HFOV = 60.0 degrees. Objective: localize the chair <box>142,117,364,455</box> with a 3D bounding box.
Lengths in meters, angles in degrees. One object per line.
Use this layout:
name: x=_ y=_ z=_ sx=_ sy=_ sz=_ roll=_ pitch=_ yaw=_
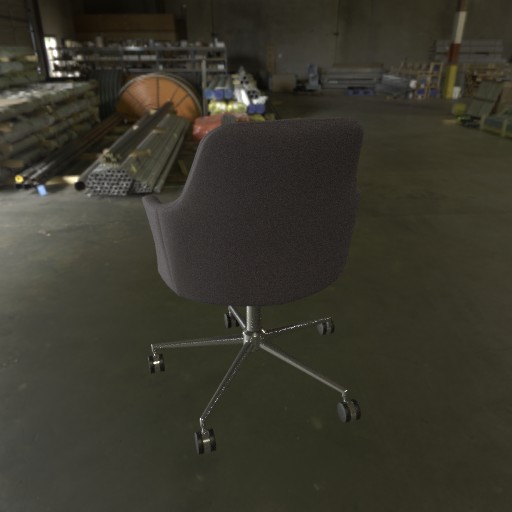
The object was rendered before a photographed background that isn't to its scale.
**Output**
chair: x=0.000 y=0.000 z=1.260 sx=0.655 sy=0.820 sz=0.600 roll=-8 pitch=26 yaw=-16
